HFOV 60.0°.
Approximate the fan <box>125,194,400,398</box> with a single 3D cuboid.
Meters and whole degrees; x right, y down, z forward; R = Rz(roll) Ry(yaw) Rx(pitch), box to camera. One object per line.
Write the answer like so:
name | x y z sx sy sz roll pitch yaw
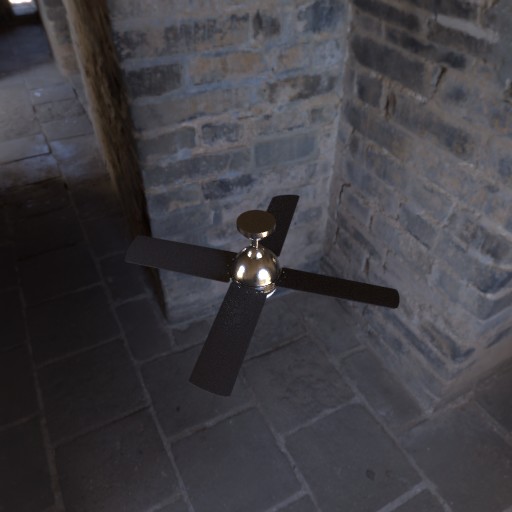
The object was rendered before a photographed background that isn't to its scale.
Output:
fan | 0.000 0.000 2.048 1.332 0.403 1.332 11 43 12
